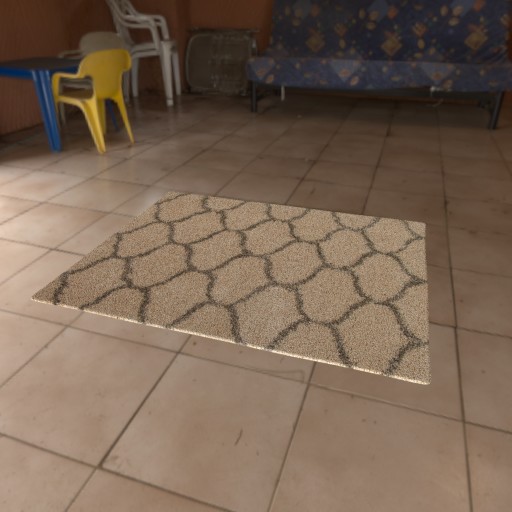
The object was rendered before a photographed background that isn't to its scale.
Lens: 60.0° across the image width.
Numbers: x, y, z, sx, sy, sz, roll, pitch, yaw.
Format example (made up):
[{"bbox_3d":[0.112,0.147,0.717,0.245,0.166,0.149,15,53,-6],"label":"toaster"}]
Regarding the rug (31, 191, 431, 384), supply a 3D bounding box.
[{"bbox_3d":[0.000,0.000,4.089,3.000,0.026,2.399,9,31,15],"label":"rug"}]
